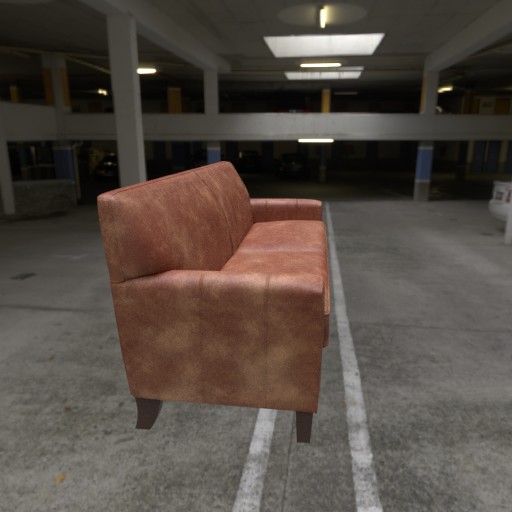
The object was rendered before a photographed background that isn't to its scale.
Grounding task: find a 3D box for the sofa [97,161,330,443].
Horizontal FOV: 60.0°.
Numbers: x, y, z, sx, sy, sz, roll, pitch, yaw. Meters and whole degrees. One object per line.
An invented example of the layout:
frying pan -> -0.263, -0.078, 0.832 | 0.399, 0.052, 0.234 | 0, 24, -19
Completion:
sofa -> 0.000, 0.000, 2.521 | 0.805, 0.947, 2.053 | 2, 15, 8
